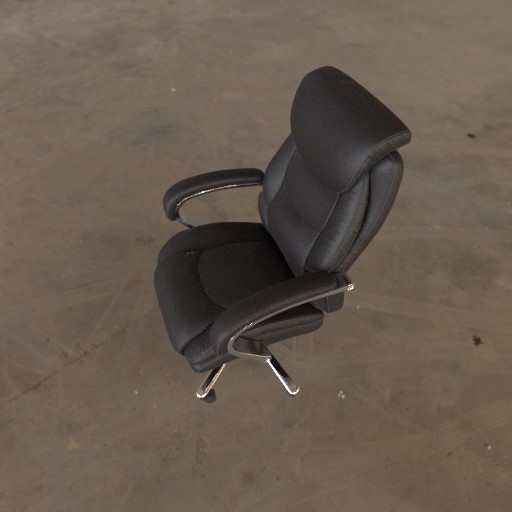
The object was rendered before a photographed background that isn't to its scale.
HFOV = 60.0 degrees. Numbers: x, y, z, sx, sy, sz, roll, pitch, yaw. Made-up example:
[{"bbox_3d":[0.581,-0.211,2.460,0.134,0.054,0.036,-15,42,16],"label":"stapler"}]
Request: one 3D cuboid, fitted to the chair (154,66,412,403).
[{"bbox_3d":[0.000,0.000,1.701,0.790,1.183,0.755,-15,48,-14],"label":"chair"}]
